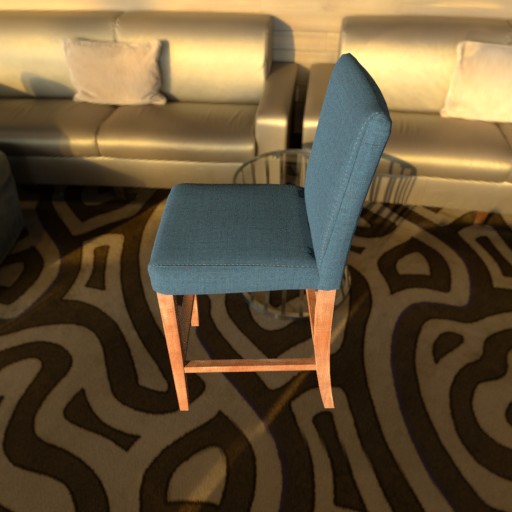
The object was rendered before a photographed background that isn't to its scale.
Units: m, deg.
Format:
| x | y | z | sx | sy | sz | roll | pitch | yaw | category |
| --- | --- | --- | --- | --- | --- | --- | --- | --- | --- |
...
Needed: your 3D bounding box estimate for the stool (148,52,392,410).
| x | y | z | sx | sy | sz | roll | pitch | yaw | category |
| --- | --- | --- | --- | --- | --- | --- | --- | --- | --- |
| 0.000 | 0.000 | 1.388 | 0.574 | 1.088 | 0.454 | 0 | 40 | 0 | stool |
